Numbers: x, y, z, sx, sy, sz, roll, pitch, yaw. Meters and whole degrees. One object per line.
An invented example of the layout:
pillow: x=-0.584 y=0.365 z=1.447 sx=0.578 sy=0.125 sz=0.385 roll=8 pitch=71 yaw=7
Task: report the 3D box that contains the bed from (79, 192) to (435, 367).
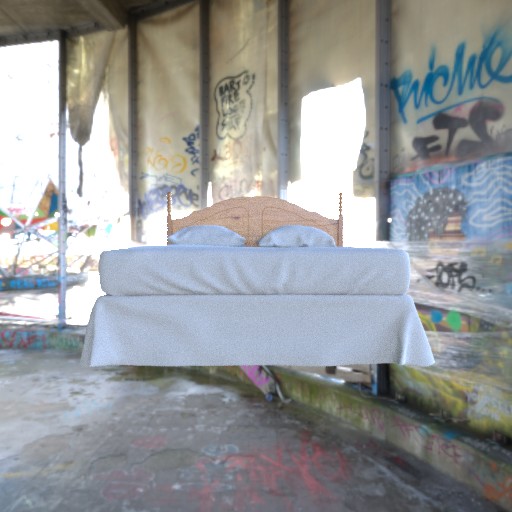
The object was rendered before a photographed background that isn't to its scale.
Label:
bed: x=0.000 y=0.000 z=3.751 sx=2.322 sy=1.355 sz=2.219 roll=0 pitch=1 yaw=0
